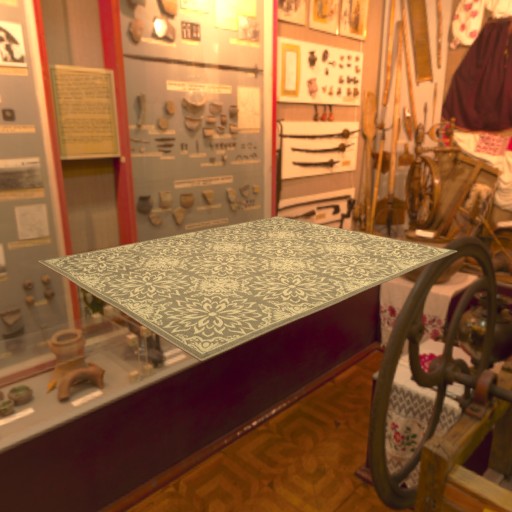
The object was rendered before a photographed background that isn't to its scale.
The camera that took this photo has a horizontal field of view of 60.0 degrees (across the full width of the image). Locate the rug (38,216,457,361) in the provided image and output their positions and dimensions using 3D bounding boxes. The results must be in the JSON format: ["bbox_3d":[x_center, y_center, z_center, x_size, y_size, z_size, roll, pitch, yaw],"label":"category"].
[{"bbox_3d":[0.000,0.000,4.003,2.980,0.012,2.363,-15,22,-41],"label":"rug"}]
